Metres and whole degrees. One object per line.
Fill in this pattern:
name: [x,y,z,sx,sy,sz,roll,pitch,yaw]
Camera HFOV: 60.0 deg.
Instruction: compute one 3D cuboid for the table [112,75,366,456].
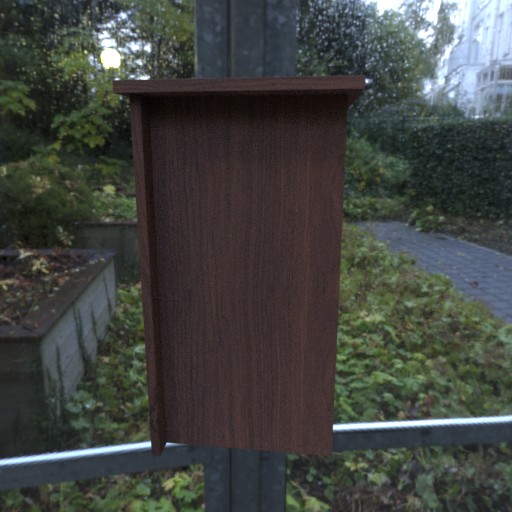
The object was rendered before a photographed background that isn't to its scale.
table: [0.000,0.000,1.060,0.406,0.711,0.589,2,13,7]
